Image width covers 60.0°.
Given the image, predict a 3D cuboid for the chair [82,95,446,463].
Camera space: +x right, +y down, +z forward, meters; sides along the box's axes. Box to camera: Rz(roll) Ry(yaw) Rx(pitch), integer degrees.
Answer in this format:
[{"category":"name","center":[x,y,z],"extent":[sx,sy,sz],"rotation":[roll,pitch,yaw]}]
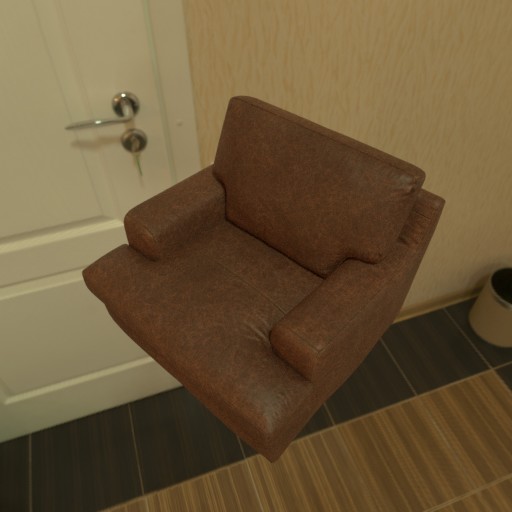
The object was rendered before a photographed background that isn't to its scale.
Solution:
[{"category":"chair","center":[0.000,0.000,1.990],"extent":[1.168,0.939,1.143],"rotation":[33,54,27]}]
